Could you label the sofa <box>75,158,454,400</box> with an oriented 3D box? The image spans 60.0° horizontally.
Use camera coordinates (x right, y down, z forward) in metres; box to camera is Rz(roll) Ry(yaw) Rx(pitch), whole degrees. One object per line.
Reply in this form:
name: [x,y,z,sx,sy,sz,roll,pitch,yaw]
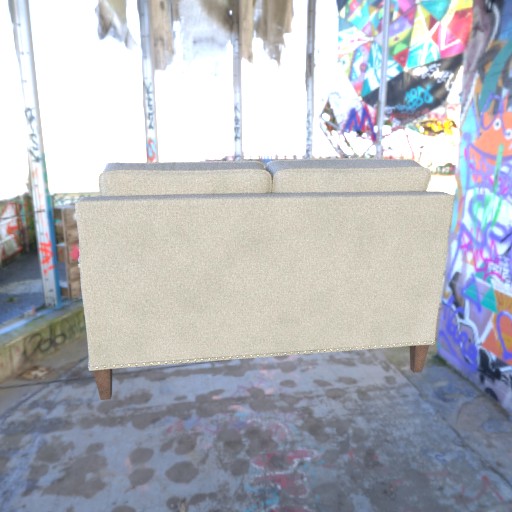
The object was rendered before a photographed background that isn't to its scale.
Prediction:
sofa: [0.000,0.000,2.302,1.597,1.003,1.084,-2,14,-9]
